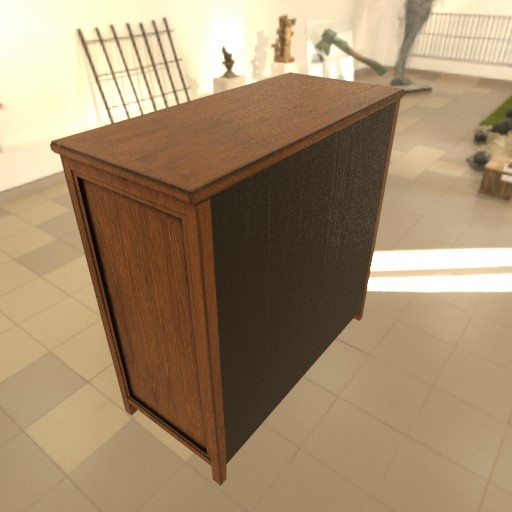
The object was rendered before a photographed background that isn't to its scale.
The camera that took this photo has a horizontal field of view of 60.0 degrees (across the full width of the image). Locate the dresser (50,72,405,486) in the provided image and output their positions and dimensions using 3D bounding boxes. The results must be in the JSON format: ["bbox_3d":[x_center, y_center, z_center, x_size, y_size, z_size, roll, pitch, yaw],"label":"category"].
[{"bbox_3d":[0.000,0.000,1.889,0.591,1.224,1.250,23,39,30],"label":"dresser"}]
